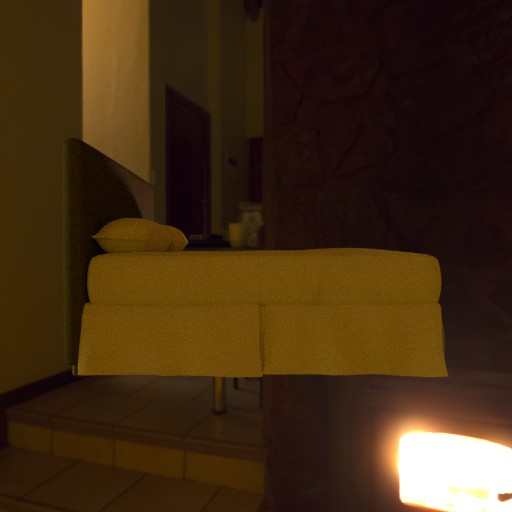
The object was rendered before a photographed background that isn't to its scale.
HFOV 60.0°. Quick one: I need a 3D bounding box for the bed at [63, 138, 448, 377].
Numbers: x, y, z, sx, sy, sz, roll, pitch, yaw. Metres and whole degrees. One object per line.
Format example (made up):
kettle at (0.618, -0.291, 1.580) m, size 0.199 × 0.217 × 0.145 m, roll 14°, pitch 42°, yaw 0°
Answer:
bed at (0.000, 0.000, 3.304) m, size 2.142 × 1.330 × 1.884 m, roll 0°, pitch 1°, yaw -1°
